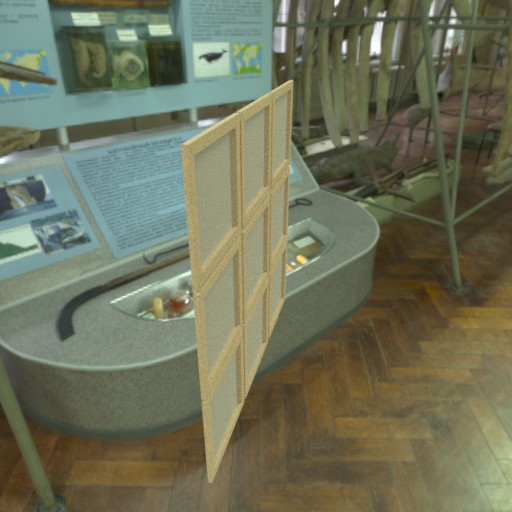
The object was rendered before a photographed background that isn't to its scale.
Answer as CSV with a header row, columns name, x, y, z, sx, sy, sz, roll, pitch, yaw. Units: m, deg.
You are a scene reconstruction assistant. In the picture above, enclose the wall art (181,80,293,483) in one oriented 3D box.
name,x,y,z,sx,sy,sz,roll,pitch,yaw
wall art,0.000,0.000,1.810,0.016,1.207,1.217,8,29,14
